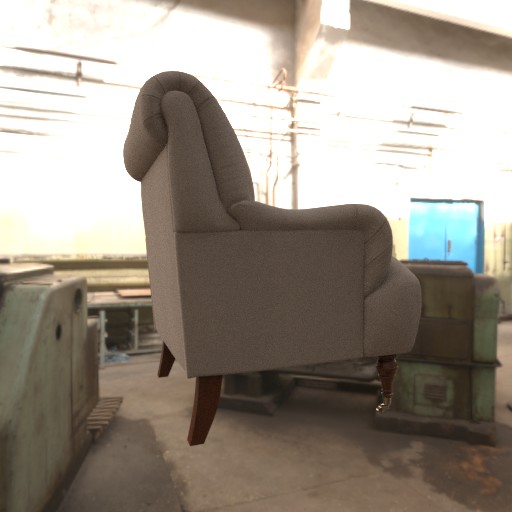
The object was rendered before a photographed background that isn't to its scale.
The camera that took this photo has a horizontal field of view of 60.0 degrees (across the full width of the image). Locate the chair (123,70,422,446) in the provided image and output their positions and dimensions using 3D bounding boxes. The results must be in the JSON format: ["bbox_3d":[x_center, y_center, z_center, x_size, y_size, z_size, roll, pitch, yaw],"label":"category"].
[{"bbox_3d":[0.000,0.000,1.512,0.842,0.942,0.766,-1,2,-20],"label":"chair"}]
